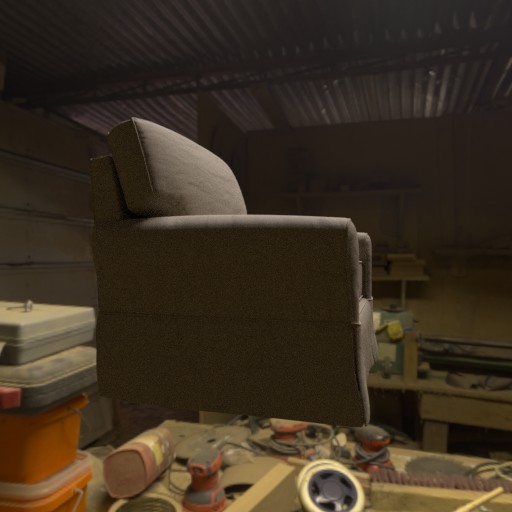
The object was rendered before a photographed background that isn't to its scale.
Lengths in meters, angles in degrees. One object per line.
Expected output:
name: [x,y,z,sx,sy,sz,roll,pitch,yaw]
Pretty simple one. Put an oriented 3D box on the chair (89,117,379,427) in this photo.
chair: [0.000,0.000,1.902,0.988,1.017,1.135,0,0,17]
